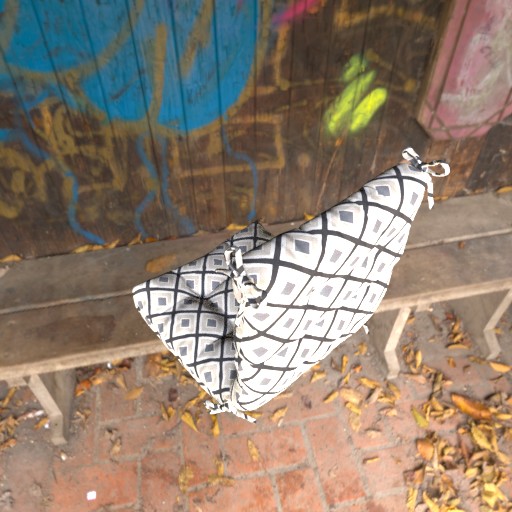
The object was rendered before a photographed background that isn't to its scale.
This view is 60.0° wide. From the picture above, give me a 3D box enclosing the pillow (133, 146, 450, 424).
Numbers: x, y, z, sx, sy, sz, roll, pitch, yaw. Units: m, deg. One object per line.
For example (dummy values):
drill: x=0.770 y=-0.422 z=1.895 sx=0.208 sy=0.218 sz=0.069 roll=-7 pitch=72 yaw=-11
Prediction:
pillow: x=0.000 y=0.000 z=1.067 sx=0.519 sy=0.605 sz=0.571 roll=-31 pitch=53 yaw=-27
